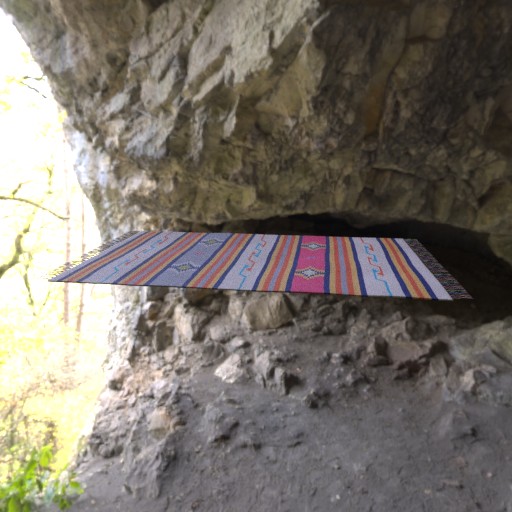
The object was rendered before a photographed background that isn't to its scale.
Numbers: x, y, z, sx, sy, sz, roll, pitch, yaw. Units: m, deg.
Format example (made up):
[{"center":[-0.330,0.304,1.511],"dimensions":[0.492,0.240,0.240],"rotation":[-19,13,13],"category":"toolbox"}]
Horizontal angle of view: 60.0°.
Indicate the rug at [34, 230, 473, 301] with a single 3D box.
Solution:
[{"center":[0.000,0.000,2.331],"dimensions":[1.849,0.013,1.084],"rotation":[2,15,8],"category":"rug"}]
